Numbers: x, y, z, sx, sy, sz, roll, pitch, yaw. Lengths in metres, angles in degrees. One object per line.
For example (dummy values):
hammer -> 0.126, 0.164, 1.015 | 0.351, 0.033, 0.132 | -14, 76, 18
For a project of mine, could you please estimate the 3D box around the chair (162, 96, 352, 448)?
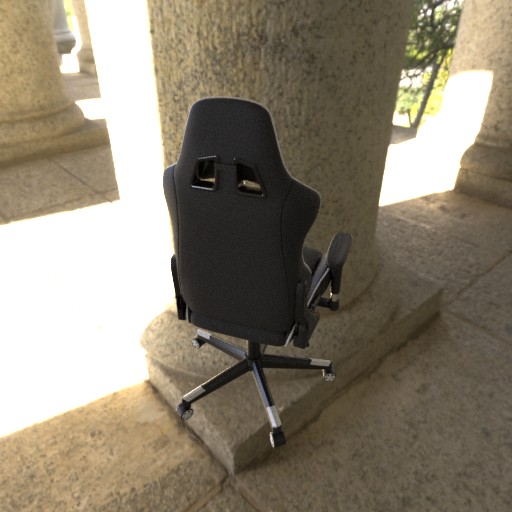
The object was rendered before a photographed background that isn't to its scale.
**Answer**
chair -> 0.000, 0.000, 1.673 | 0.700, 1.240, 0.700 | 10, 33, 16
